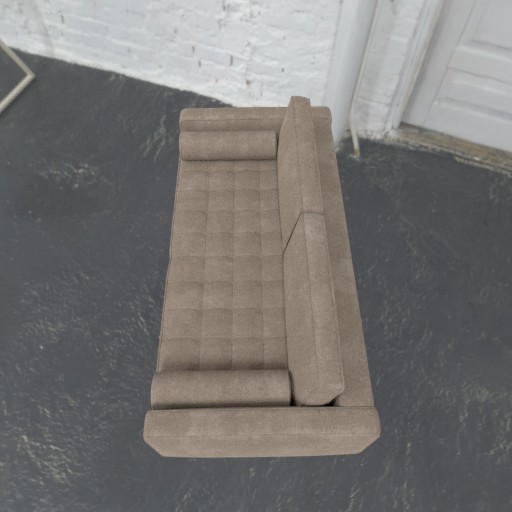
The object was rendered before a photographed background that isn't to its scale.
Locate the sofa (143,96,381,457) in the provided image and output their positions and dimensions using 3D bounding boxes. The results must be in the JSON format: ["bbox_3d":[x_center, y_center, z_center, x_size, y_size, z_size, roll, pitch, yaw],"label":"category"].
[{"bbox_3d":[0.000,0.000,2.289,0.920,0.769,1.883,-1,58,0],"label":"sofa"}]
